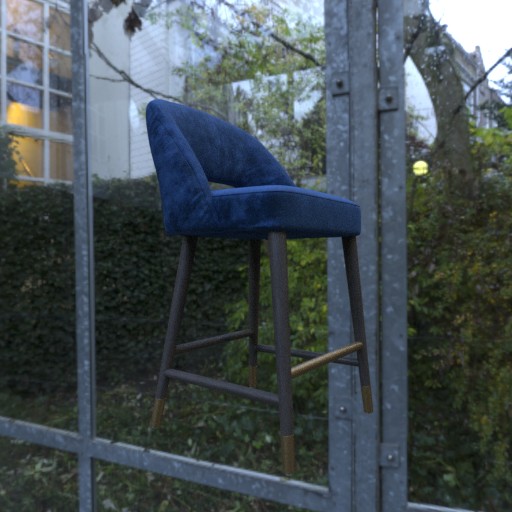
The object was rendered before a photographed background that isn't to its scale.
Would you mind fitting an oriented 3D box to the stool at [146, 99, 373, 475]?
[{"bbox_3d":[0.000,0.000,1.267,0.524,0.925,0.536,0,1,36],"label":"stool"}]
